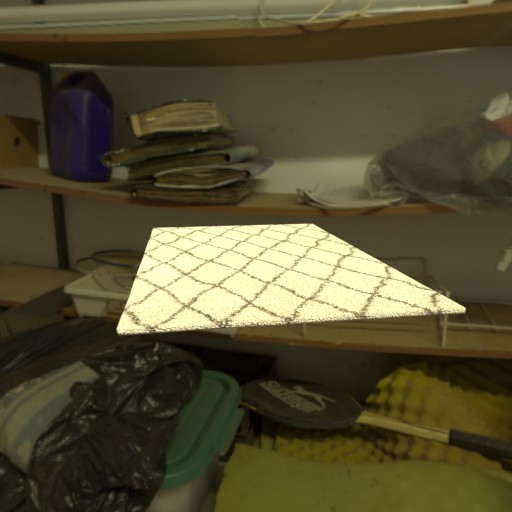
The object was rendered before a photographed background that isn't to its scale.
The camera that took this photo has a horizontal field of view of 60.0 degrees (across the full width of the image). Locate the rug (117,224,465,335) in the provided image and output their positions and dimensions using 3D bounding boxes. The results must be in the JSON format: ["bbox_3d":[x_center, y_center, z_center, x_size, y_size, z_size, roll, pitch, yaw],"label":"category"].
[{"bbox_3d":[0.000,0.000,3.040,1.524,0.030,2.438,-2,13,-9],"label":"rug"}]
